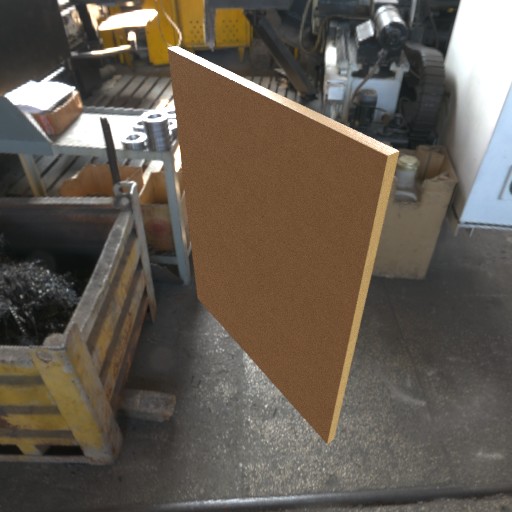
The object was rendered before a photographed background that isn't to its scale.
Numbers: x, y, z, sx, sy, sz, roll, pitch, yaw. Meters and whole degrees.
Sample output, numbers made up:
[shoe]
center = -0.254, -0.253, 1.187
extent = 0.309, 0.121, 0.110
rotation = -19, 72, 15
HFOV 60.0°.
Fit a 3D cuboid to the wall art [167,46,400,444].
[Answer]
[wall art]
center = 0.000, 0.000, 1.330
extent = 0.030, 1.002, 0.798
rotation = -25, 46, -27
